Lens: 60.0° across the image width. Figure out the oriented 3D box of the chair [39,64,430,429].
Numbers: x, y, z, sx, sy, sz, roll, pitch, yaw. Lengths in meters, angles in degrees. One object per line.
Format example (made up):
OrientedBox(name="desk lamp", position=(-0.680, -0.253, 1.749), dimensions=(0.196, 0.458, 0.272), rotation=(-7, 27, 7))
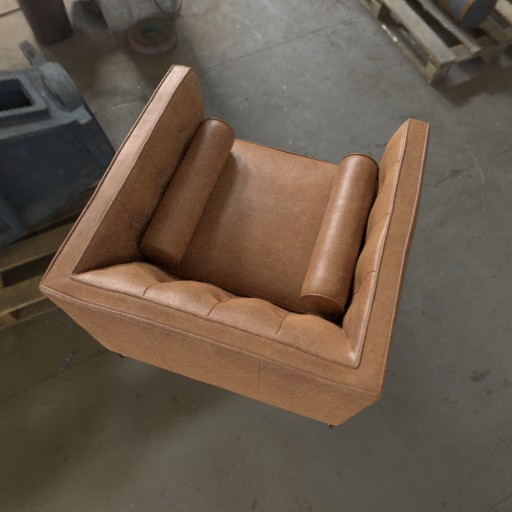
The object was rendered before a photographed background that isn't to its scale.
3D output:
OrientedBox(name="chair", position=(0.000, 0.000, 1.606), dimensions=(0.920, 0.797, 0.912), rotation=(16, 64, 8))
